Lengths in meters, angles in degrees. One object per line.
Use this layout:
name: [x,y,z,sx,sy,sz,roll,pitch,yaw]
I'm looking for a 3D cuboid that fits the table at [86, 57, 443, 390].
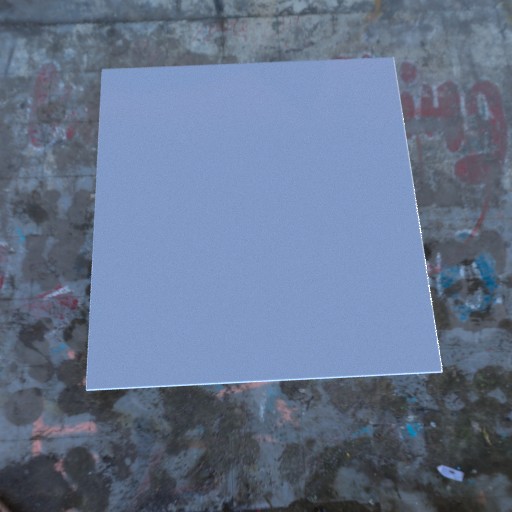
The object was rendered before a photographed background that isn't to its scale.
table: [0.000,0.000,0.777,0.400,0.470,0.420,-3,75,-1]
